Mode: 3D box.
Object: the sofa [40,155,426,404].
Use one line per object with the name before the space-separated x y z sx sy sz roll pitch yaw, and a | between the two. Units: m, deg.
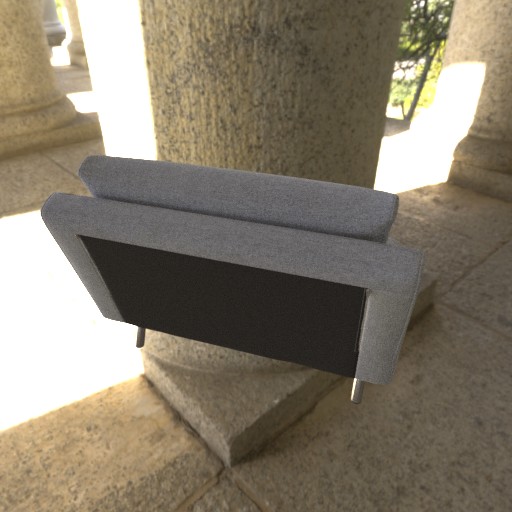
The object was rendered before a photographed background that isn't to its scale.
sofa | 0.000 0.000 1.835 1.220 0.910 0.910 10 34 15
